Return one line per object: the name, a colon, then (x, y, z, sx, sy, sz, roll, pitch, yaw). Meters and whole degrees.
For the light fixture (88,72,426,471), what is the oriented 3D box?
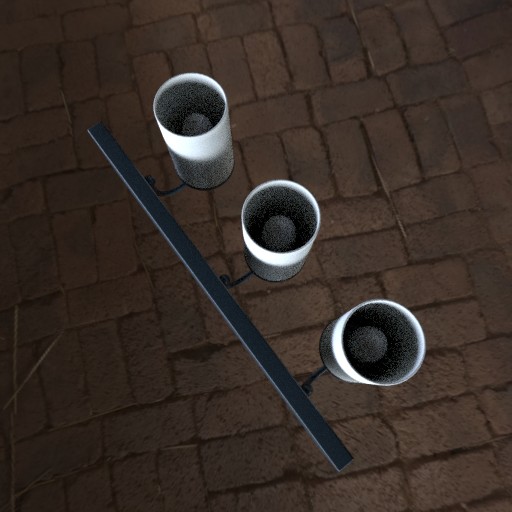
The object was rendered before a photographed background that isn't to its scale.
light fixture: (0.000, 0.000, 0.521, 0.145, 0.172, 0.451, -36, 78, -9)
